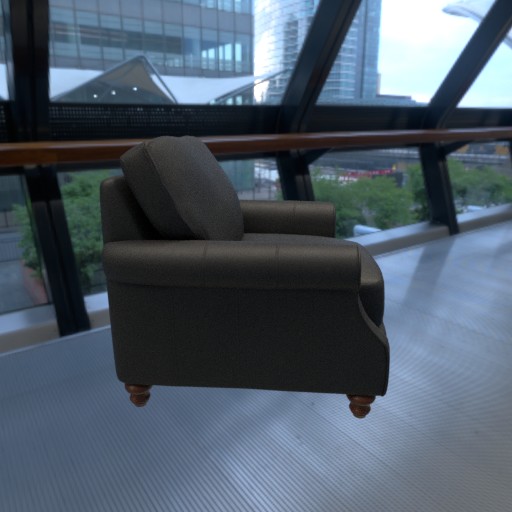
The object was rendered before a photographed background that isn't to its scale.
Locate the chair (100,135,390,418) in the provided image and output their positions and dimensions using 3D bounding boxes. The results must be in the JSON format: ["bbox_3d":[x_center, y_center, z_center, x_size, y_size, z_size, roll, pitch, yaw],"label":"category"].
[{"bbox_3d":[0.000,0.000,1.829,1.027,0.960,1.015,3,16,9],"label":"chair"}]
